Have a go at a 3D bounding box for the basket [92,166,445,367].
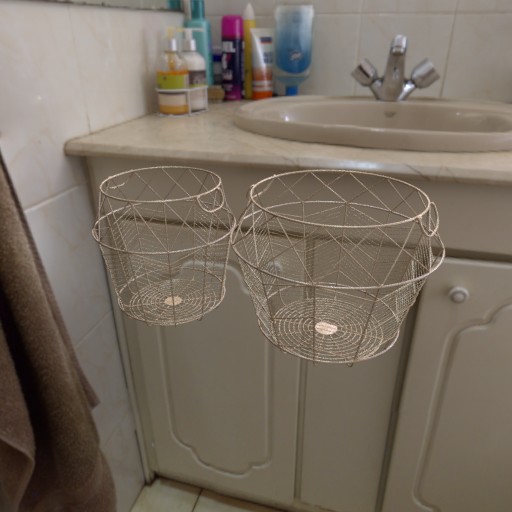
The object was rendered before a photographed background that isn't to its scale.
[{"bbox_3d":[0.000,0.000,1.043,0.805,0.343,0.451,8,27,16],"label":"basket"}]
